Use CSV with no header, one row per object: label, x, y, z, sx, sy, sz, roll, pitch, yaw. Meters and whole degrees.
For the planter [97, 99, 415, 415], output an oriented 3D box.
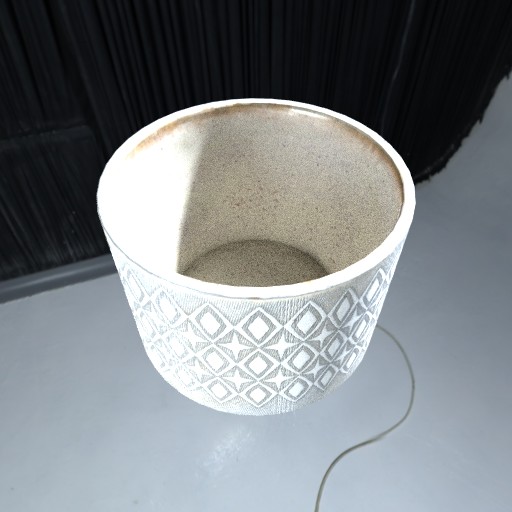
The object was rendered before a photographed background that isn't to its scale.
planter,0.000,0.000,0.318,0.186,0.144,0.186,0,47,0
